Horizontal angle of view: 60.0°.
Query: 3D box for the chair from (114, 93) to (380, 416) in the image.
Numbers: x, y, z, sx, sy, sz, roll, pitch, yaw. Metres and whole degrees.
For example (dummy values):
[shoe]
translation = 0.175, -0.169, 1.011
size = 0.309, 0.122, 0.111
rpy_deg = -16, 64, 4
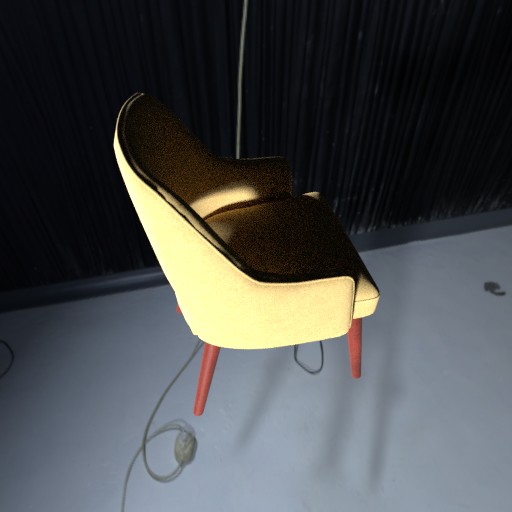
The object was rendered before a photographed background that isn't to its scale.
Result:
[chair]
translation = 0.000, 0.000, 1.247
size = 0.605, 0.849, 0.548
rpy_deg = -10, 46, -10
